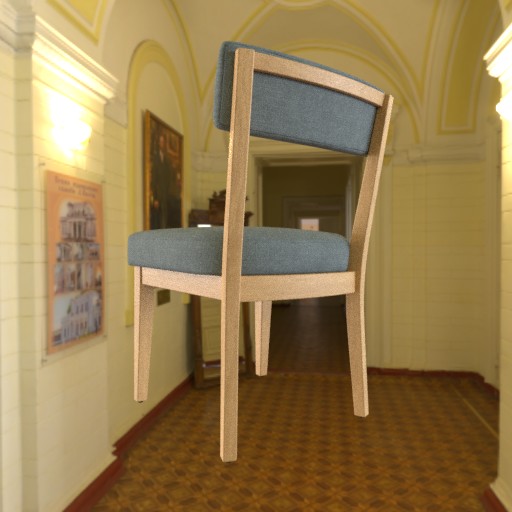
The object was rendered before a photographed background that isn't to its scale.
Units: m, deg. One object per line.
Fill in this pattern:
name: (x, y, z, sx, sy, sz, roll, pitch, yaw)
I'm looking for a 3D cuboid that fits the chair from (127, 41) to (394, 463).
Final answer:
chair: (0.000, 0.000, 1.165, 0.508, 0.832, 0.572, -1, 1, -36)
